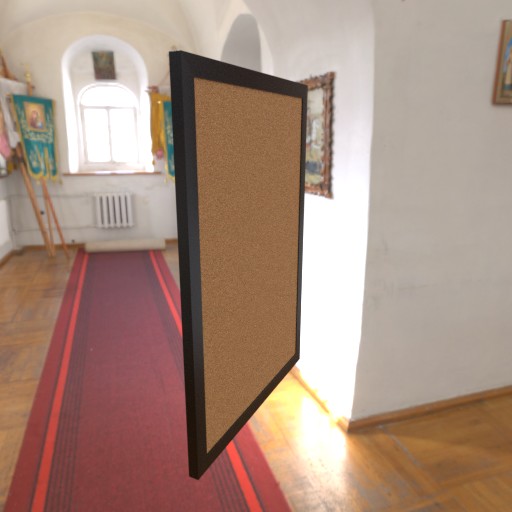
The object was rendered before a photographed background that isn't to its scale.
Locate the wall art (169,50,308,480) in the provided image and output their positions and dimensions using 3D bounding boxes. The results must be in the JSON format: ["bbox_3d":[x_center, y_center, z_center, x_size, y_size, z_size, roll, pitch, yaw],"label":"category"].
[{"bbox_3d":[0.000,0.000,0.560,0.013,0.432,0.304,8,17,26],"label":"wall art"}]
